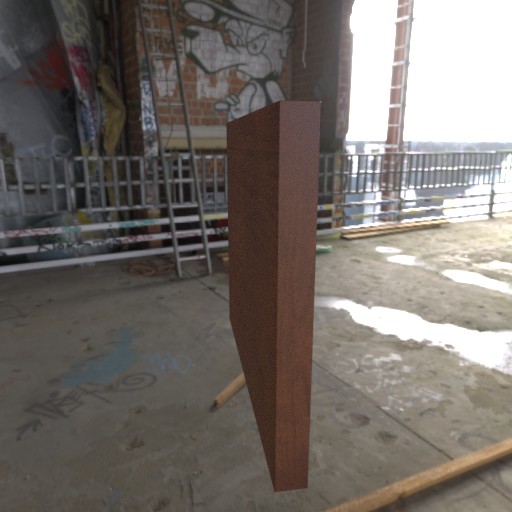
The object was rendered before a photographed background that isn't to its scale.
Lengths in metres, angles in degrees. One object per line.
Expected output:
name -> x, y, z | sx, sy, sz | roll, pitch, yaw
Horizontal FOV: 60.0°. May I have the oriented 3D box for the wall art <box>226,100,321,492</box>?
wall art -> 0.000, 0.000, 0.545 | 0.030, 0.328, 0.401 | -2, 15, -9
